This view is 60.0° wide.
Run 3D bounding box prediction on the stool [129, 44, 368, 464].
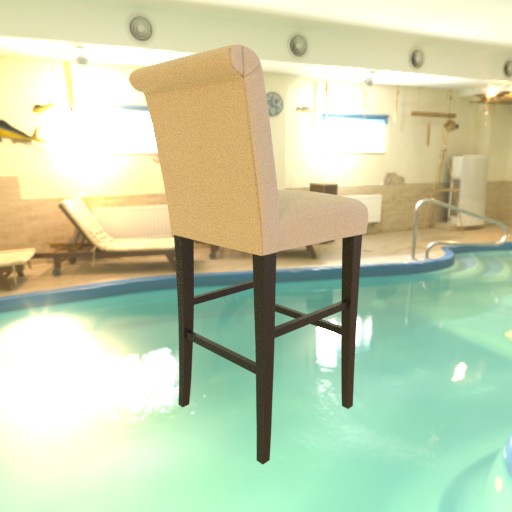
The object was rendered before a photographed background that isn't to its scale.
[{"bbox_3d":[0.000,0.000,1.434,0.597,1.124,0.452,-12,18,-42],"label":"stool"}]
